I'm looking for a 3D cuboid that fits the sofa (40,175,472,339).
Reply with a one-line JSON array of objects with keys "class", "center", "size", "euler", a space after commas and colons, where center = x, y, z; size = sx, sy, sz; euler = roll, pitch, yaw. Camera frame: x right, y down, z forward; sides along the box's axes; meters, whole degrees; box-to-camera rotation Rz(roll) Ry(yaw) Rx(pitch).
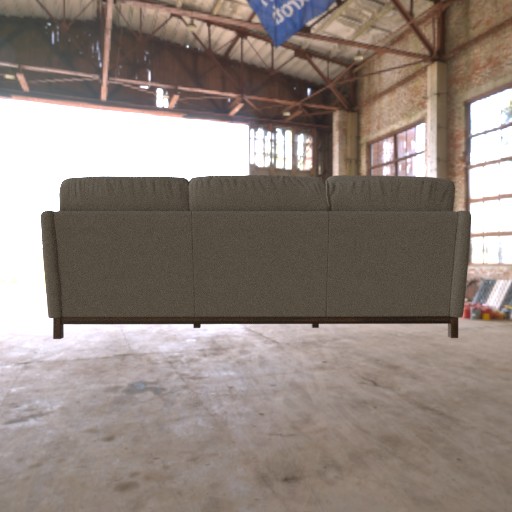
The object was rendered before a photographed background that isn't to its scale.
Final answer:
[{"class": "sofa", "center": [0.000, 0.000, 2.859], "size": [2.344, 0.926, 0.987], "euler": [0, 0, -1]}]
